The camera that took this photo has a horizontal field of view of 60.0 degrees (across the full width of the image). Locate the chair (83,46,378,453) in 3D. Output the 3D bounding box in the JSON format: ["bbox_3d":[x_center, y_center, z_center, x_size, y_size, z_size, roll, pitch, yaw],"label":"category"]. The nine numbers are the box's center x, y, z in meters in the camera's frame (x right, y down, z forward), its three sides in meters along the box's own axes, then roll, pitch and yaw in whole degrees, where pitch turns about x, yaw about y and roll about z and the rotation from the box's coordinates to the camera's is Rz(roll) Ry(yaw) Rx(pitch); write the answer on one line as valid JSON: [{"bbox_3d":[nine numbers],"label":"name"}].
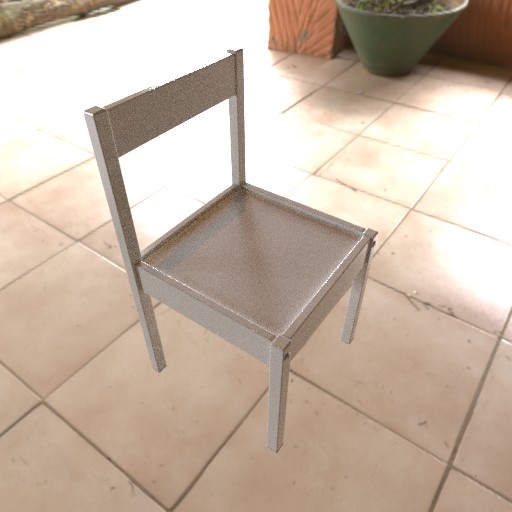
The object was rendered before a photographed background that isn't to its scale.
[{"bbox_3d":[0.000,0.000,0.696,0.285,0.505,0.285,25,48,25],"label":"chair"}]
